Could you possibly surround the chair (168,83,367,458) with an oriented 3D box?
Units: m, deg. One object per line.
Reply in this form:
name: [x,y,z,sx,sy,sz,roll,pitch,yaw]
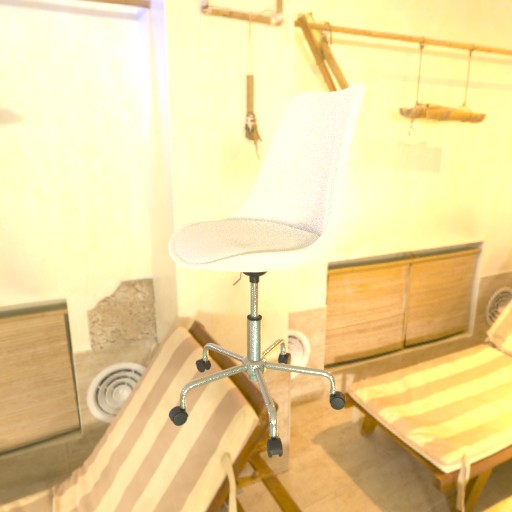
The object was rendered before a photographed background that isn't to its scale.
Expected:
chair: [0.000,0.000,1.271,0.550,0.930,0.550,-7,16,-26]
